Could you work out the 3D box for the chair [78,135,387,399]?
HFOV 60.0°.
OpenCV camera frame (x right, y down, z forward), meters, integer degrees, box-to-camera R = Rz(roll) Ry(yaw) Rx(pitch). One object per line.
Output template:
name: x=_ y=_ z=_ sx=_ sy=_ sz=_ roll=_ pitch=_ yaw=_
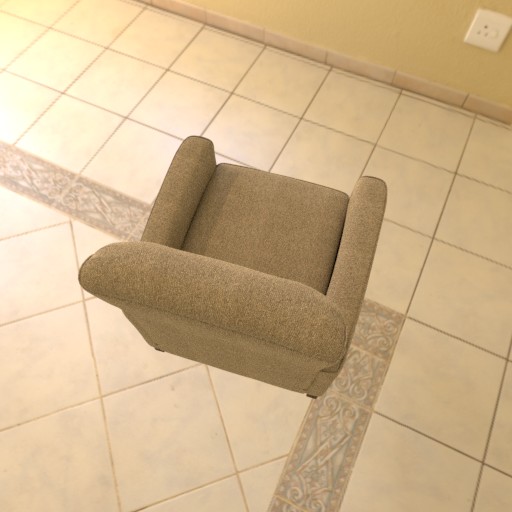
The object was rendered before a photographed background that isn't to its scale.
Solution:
chair: x=0.000 y=0.000 z=1.649 sx=0.841 sy=1.028 sz=0.858 roll=15 pitch=64 yaw=7
